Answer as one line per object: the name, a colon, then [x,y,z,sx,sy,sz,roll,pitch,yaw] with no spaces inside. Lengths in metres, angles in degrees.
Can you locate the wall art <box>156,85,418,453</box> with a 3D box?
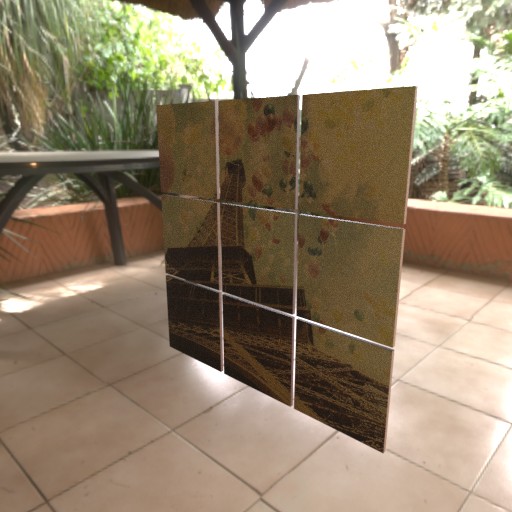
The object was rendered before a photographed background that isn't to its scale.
wall art: [0.000,0.000,1.850,1.256,1.246,0.017,13,20,40]
